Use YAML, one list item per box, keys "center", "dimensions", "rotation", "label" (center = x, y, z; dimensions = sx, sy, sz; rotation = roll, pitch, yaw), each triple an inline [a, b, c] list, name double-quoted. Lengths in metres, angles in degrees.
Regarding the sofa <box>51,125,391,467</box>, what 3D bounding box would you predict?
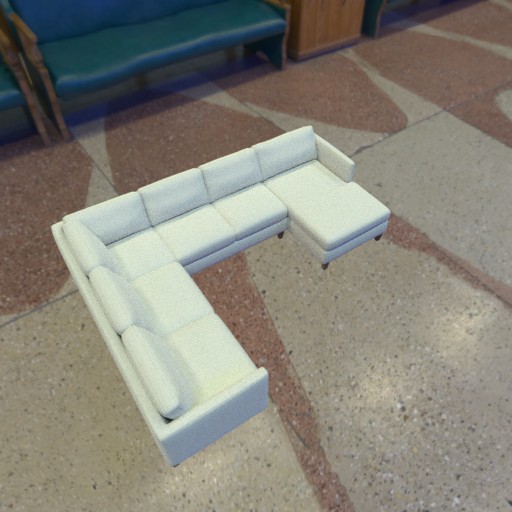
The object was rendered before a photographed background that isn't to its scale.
- center: [0.000, 0.000, 4.446]
  dimensions: [3.238, 0.853, 2.551]
  rotation: [-26, 53, -22]
  label: "sofa"
